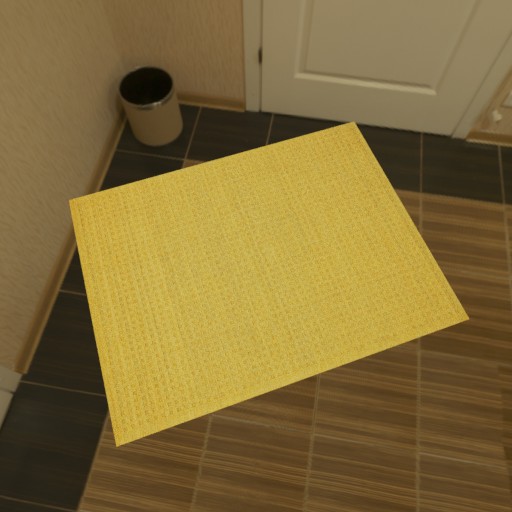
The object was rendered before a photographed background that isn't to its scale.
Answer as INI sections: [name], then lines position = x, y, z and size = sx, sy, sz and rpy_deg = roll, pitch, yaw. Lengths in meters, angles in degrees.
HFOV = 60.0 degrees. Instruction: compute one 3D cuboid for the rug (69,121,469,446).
[rug]
position = 0.000, 0.000, 4.314
size = 3.242, 0.015, 2.486
rpy_deg = -17, 65, -8
